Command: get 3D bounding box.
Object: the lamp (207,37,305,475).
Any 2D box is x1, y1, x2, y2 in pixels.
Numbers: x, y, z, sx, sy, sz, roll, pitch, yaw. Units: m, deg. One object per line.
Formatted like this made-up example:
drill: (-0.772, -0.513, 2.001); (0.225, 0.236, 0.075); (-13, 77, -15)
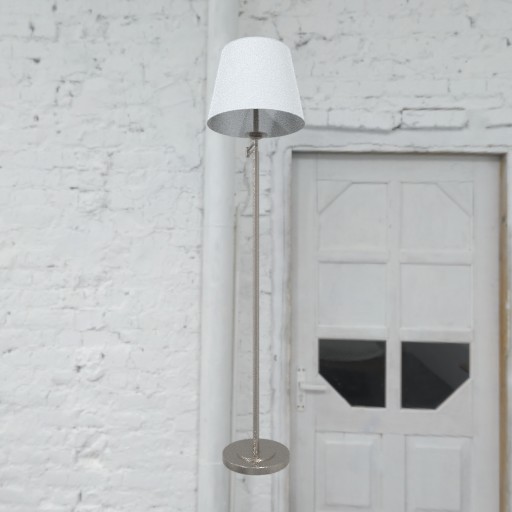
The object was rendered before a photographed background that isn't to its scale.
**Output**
lamp: (0.000, 0.000, 1.612); (0.355, 1.473, 0.355); (0, 0, 0)
